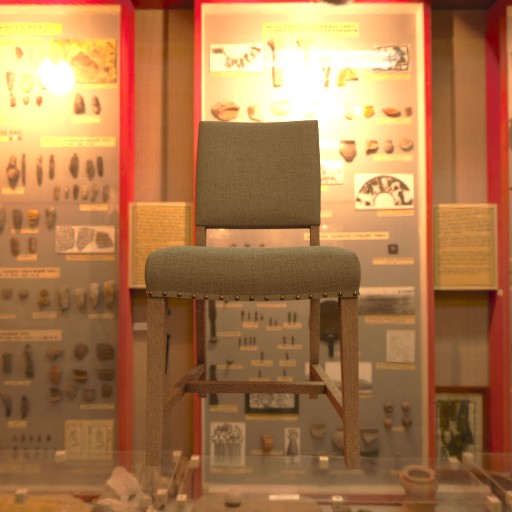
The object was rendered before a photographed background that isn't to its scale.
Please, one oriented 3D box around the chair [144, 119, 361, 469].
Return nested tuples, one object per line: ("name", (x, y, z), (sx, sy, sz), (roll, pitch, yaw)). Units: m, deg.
("chair", (0.000, 0.000, 1.331), (0.508, 0.986, 0.622), (0, -1, 2))
